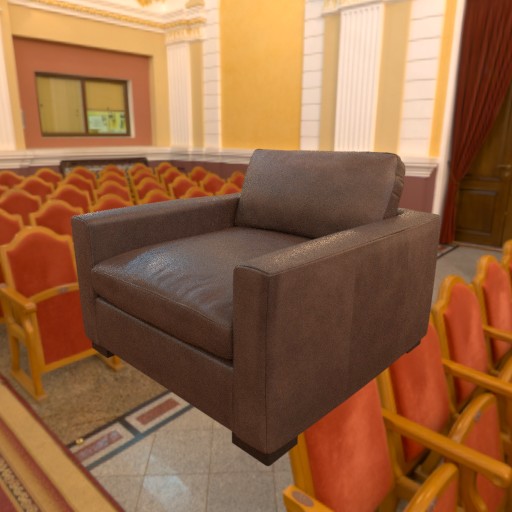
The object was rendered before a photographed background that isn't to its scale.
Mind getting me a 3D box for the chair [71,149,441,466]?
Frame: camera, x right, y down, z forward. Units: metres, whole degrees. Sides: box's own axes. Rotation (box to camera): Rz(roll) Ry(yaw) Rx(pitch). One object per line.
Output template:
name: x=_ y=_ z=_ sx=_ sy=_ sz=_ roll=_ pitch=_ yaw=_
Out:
chair: x=0.000 y=0.000 z=1.789 sx=1.100 sy=0.812 sz=1.069 roll=15 pitch=22 yaw=41
